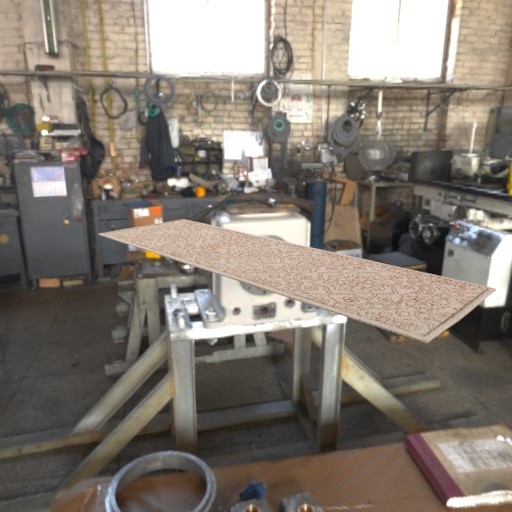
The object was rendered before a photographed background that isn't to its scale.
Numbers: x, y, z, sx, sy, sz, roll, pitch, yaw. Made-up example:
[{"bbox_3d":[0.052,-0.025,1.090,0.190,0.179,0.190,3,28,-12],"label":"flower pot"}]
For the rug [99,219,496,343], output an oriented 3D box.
[{"bbox_3d":[0.000,0.000,2.650,2.448,0.012,0.769,15,22,42],"label":"rug"}]
